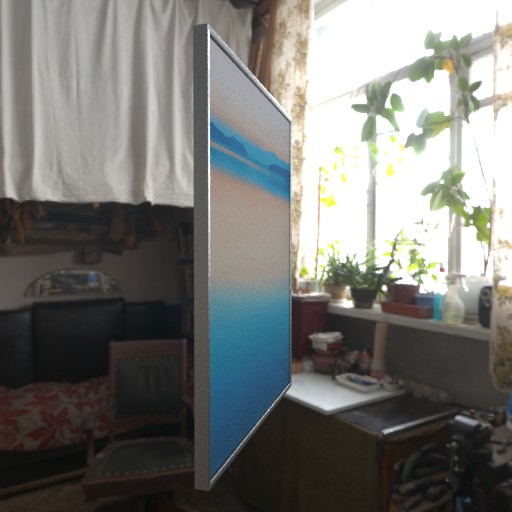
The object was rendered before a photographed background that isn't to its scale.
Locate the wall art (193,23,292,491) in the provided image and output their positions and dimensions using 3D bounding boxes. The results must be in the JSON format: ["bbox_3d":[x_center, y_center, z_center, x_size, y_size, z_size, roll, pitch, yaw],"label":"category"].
[{"bbox_3d":[0.000,0.000,1.389,0.037,1.062,0.801,0,2,18],"label":"wall art"}]
